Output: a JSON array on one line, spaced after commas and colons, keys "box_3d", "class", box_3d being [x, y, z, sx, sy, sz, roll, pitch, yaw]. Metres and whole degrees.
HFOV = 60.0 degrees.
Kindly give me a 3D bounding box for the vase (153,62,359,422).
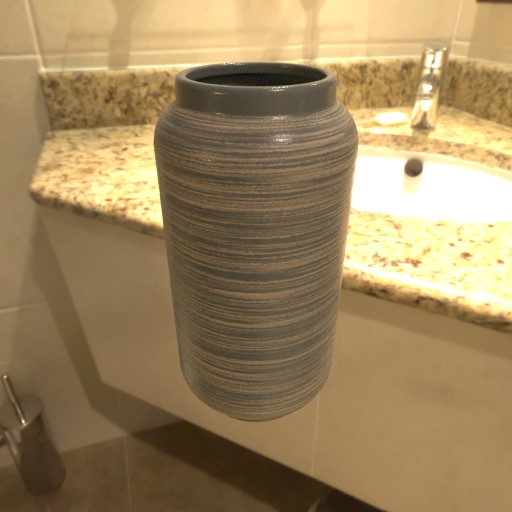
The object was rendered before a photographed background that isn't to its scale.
[{"box_3d": [0.000, 0.000, 0.297, 0.116, 0.230, 0.116, 0, 31, 0], "class": "vase"}]
